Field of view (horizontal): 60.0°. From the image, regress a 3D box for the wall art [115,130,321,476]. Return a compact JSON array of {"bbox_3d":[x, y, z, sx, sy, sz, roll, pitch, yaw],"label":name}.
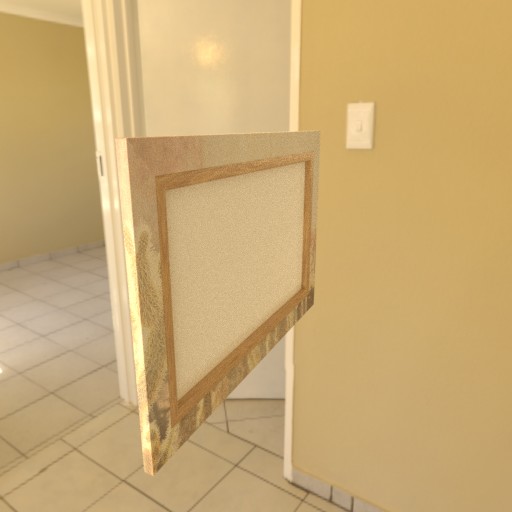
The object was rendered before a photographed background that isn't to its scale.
[{"bbox_3d":[0.000,0.000,1.892,0.038,1.012,1.525,8,18,25],"label":"wall art"}]
